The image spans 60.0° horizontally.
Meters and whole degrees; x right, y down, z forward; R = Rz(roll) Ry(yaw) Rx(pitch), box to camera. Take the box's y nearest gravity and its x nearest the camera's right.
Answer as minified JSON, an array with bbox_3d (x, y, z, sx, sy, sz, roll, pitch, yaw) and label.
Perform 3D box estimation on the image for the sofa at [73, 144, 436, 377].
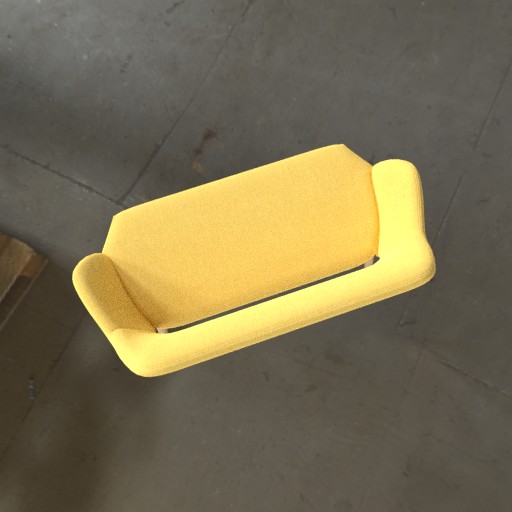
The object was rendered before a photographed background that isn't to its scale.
[{"bbox_3d":[0.000,0.000,1.595,1.150,0.840,0.610,-18,78,-4],"label":"sofa"}]
